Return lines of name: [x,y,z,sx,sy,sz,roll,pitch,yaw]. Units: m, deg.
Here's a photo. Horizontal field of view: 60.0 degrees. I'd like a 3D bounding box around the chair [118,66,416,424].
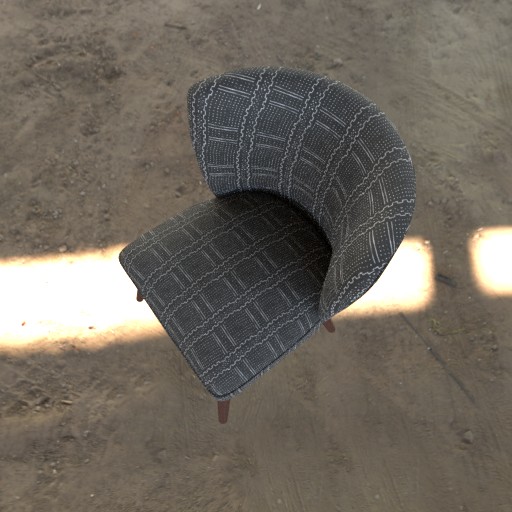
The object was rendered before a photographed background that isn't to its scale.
chair: [0.000,0.000,1.399,0.758,0.866,0.710,-34,69,-15]
